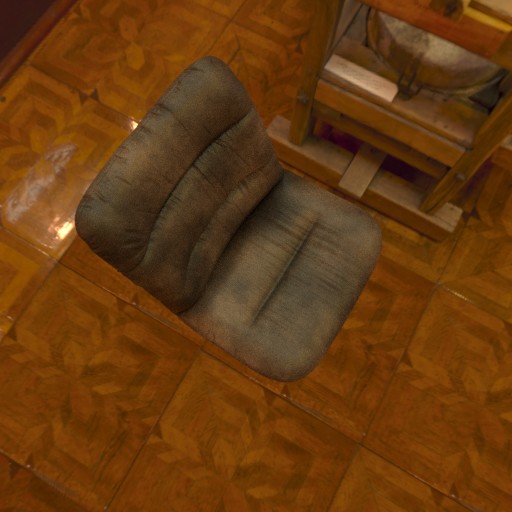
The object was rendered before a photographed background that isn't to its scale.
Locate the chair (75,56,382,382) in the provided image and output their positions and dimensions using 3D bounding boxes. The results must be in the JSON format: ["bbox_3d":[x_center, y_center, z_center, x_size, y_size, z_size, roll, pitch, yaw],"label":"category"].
[{"bbox_3d":[0.000,0.000,1.275,0.622,0.870,0.549,31,77,8],"label":"chair"}]
